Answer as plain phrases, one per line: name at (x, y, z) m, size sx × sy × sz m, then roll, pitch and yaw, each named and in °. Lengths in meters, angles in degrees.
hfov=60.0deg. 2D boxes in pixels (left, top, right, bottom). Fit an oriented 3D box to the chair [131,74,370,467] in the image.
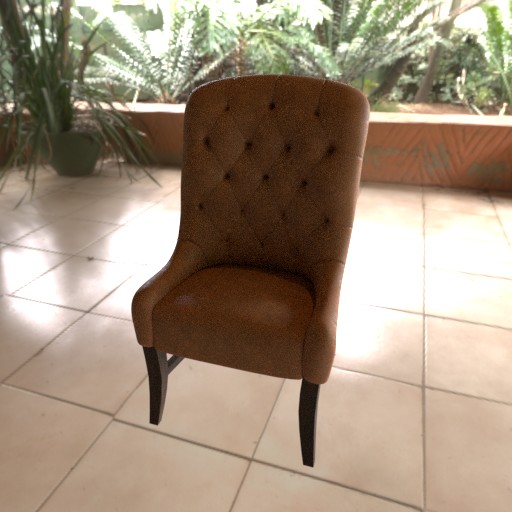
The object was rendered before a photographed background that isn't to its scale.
chair at (0.000, 0.000, 1.482) m, size 0.634 × 1.091 × 0.629 m, roll 8°, pitch 27°, yaw 16°
